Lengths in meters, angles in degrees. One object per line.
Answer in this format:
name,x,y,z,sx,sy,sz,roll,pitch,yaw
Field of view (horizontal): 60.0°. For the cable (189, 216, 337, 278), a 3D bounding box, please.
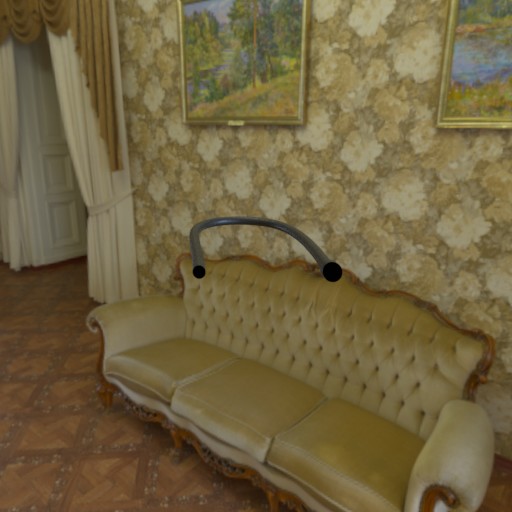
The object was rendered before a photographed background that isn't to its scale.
cable,0.000,0.000,0.113,0.040,0.006,0.098,-2,16,-8
